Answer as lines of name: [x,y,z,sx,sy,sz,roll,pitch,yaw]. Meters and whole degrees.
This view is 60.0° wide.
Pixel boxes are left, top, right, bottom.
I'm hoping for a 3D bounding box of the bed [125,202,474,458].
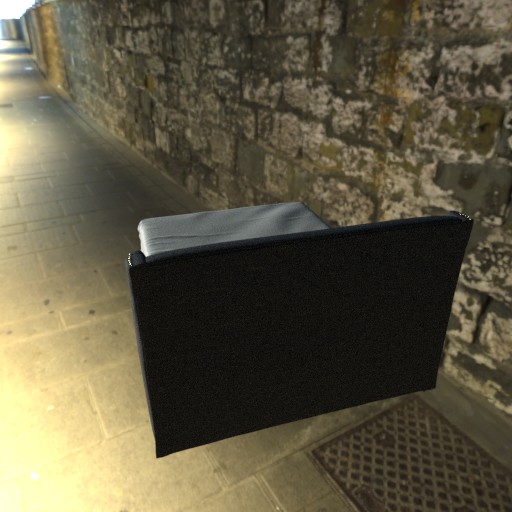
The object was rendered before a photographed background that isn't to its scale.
bed: [0.000,0.000,3.495,1.925,1.332,2.276,-8,28,-15]
